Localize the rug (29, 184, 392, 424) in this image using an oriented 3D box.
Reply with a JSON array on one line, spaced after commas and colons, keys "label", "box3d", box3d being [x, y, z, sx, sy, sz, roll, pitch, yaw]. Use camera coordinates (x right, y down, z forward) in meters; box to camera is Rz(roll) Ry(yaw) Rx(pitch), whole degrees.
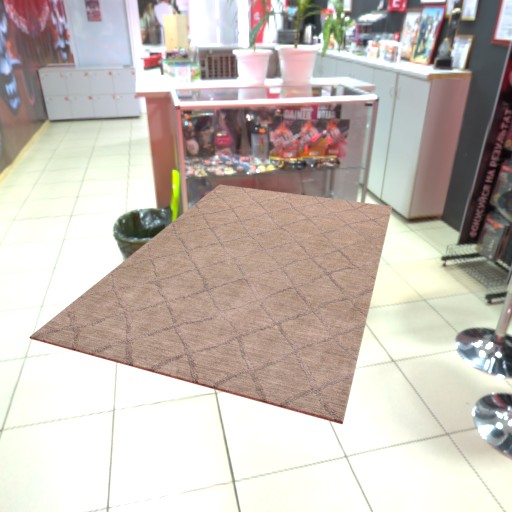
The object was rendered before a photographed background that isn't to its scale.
[{"label": "rug", "box3d": [0.000, 0.000, 2.864, 1.521, 0.015, 2.280, 10, 30, 17]}]
